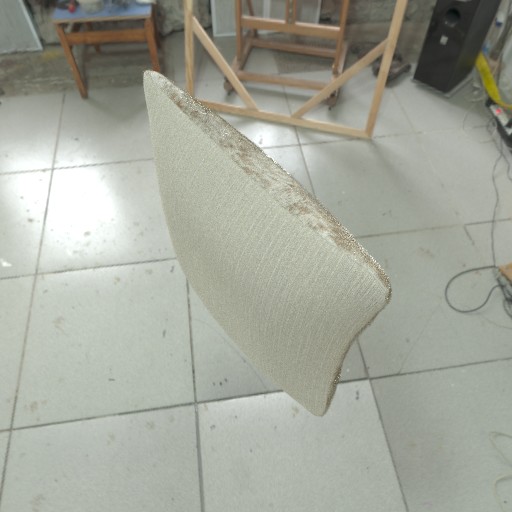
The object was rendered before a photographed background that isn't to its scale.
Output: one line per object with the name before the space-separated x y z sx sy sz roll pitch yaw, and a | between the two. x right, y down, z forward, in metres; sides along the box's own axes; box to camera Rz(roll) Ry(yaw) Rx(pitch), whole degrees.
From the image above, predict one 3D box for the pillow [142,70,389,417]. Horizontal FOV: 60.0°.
pillow | 0.000 0.000 0.821 0.216 0.525 0.538 -33 62 -20
